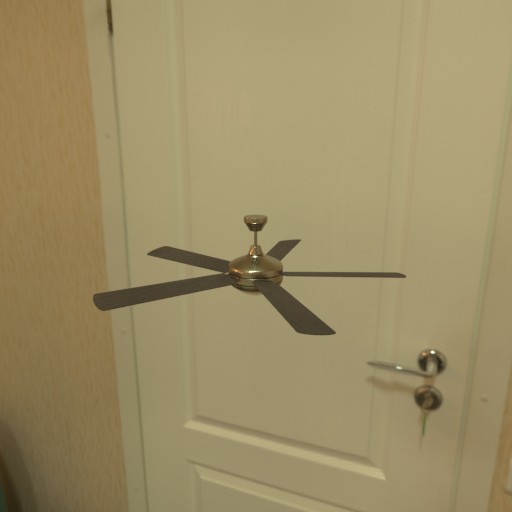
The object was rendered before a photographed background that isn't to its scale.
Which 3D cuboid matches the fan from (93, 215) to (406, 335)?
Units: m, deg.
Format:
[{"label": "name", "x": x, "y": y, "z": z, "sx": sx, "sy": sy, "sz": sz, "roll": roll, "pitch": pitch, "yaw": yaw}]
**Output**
[{"label": "fan", "x": 0.000, "y": 0.000, "z": 1.986, "sx": 1.321, "sy": 0.356, "sz": 1.321, "roll": -2, "pitch": 15, "yaw": -7}]
